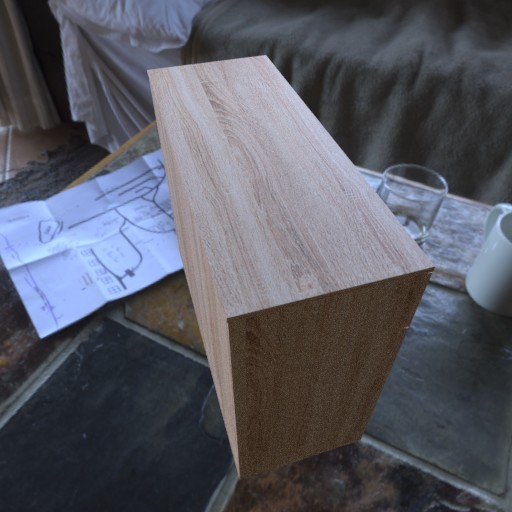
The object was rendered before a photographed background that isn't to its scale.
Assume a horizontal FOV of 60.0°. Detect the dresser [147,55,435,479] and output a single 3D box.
[{"bbox_3d":[0.000,0.000,1.536,0.450,0.900,1.100,-13,47,-12],"label":"dresser"}]
